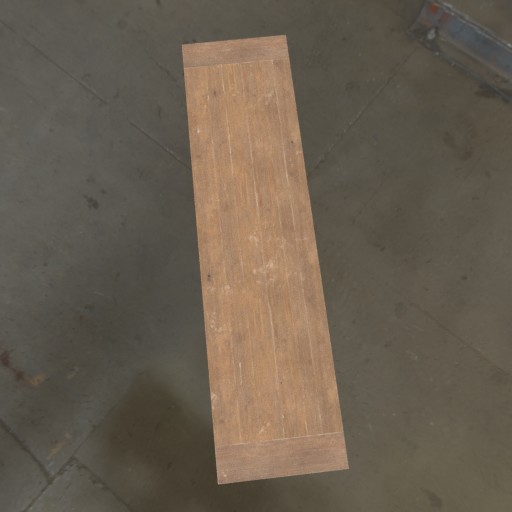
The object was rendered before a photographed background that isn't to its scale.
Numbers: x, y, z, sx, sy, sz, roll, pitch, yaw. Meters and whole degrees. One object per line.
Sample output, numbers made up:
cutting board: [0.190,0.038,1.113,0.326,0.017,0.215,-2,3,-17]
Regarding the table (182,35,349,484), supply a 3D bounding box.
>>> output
table: [0.000,0.000,2.163,0.465,0.810,1.800,-6,77,-1]
